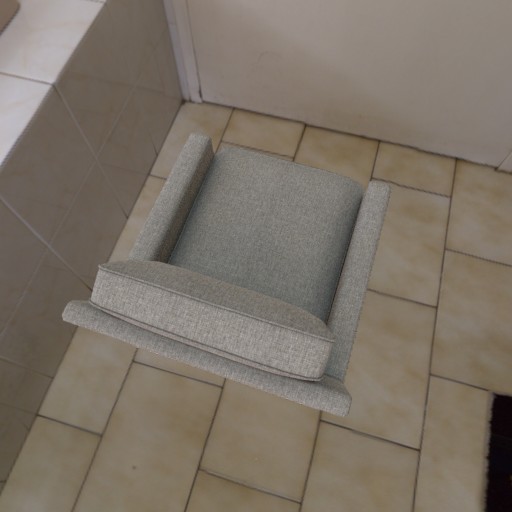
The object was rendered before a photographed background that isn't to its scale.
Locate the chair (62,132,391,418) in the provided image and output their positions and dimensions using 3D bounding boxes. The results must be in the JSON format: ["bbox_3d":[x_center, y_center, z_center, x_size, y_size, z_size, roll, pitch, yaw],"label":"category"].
[{"bbox_3d":[0.000,0.000,1.705,0.853,0.943,1.014,17,67,8],"label":"chair"}]
